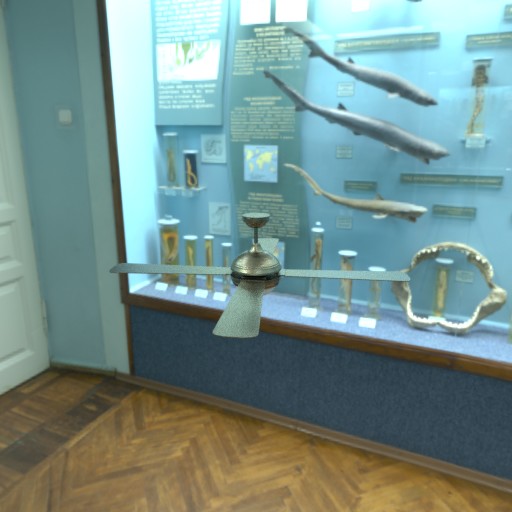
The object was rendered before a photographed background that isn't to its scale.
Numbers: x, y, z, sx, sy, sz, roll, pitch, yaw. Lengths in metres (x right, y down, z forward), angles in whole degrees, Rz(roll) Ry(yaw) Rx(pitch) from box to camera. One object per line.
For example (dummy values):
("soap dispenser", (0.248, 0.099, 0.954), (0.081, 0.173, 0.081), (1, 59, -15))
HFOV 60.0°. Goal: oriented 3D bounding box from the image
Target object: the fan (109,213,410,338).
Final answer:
("fan", (0.000, 0.000, 2.042), (1.321, 0.381, 1.321), (8, 17, 25))
